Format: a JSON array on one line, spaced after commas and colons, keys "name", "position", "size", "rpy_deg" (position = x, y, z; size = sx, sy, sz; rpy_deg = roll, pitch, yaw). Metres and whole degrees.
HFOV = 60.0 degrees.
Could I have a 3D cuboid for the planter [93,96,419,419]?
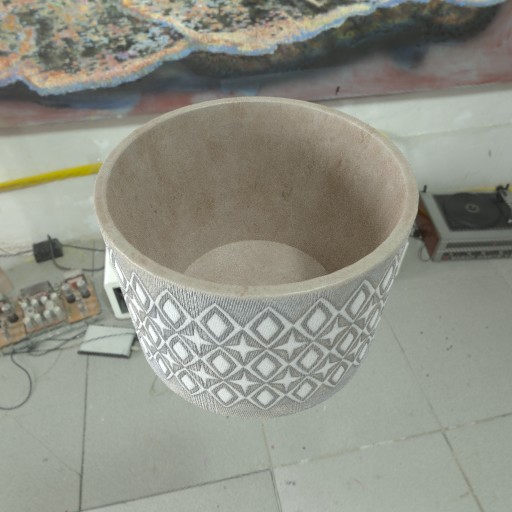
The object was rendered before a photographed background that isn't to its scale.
[{"name": "planter", "position": [0.000, 0.000, 0.276], "size": [0.164, 0.127, 0.164], "rpy_deg": [0, 47, 0]}]
